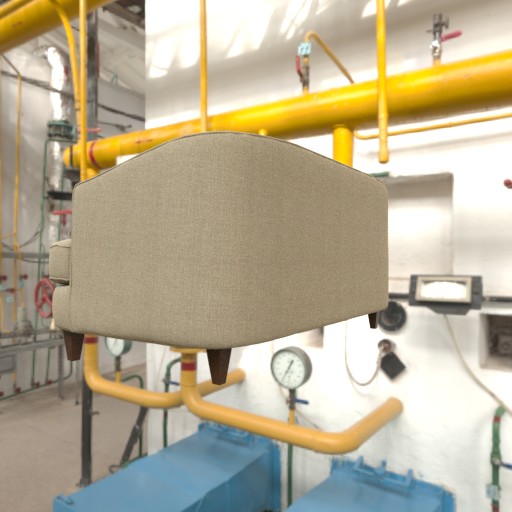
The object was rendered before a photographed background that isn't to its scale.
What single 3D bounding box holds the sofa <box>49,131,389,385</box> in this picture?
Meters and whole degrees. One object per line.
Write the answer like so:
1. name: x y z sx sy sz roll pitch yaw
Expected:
1. sofa: 0.000 0.000 2.255 0.941 0.855 1.733 0 0 35
